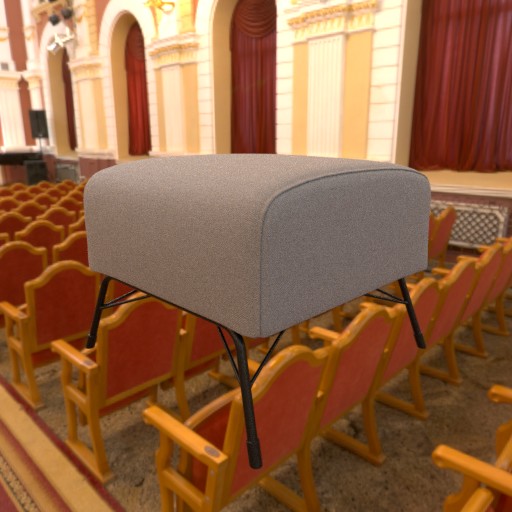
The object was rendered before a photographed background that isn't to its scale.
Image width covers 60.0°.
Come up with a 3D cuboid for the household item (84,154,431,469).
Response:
[{"bbox_3d":[0.000,0.000,0.914,0.530,0.410,0.530,14,20,43],"label":"household item"}]
